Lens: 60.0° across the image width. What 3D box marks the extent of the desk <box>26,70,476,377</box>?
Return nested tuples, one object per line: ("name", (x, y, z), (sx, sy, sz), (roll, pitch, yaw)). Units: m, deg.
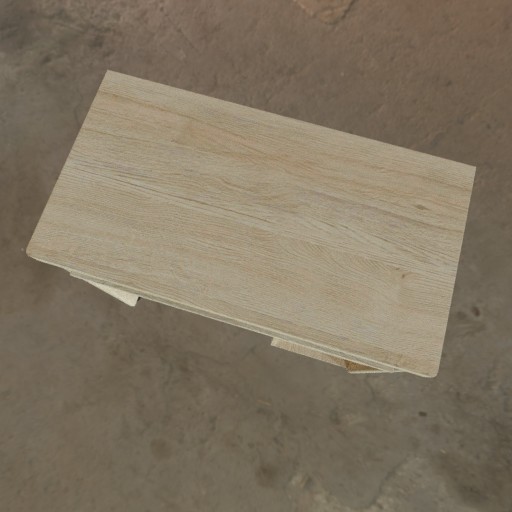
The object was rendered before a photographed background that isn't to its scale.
("desk", (0.000, 0.000, 1.336), (0.885, 0.770, 0.480), (16, 75, 4))
